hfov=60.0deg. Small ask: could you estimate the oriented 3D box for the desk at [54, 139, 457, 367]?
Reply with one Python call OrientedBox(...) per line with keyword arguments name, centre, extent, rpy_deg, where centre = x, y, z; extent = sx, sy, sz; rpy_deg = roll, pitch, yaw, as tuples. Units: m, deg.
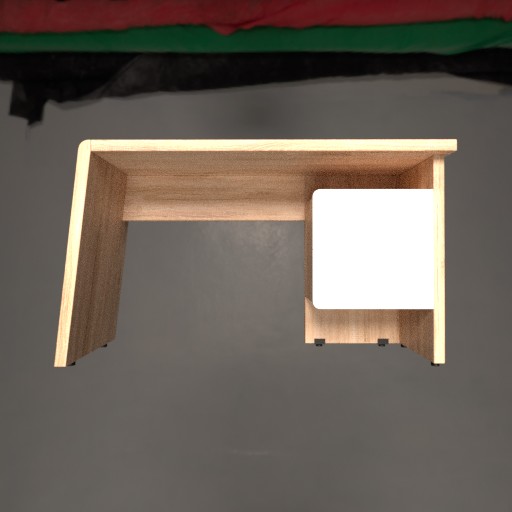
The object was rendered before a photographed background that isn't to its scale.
OrientedBox(name="desk", centre=(0.000, 0.000, 1.680), extent=(1.300, 0.750, 0.500), rpy_deg=(0, 0, 0))
